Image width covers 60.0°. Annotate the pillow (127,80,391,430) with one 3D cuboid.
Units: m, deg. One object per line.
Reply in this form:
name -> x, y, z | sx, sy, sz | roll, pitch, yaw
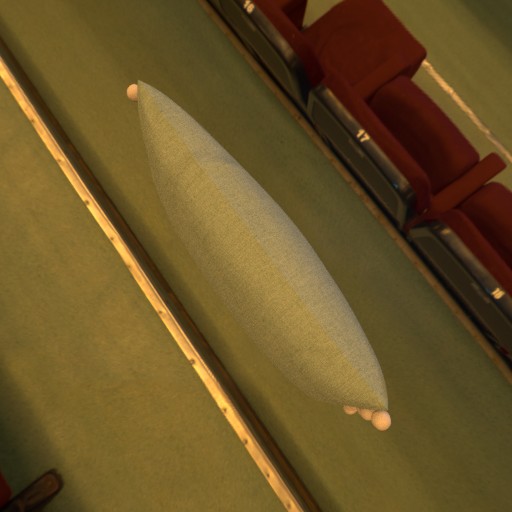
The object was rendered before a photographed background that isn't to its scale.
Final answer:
pillow -> 0.000, 0.000, 0.833 | 0.201, 0.322, 0.709 | -35, 79, -8
